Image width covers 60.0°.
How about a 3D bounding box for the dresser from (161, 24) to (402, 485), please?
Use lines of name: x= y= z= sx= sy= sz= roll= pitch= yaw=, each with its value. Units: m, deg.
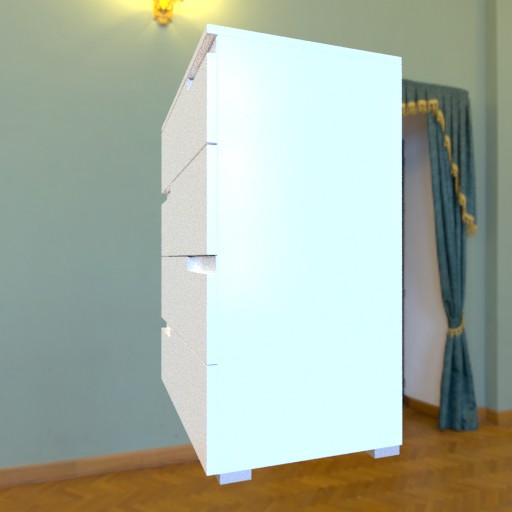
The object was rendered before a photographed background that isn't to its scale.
dresser: x=0.000 y=0.000 z=1.136 sx=0.400 sy=0.800 sz=0.650 roll=0 pitch=0 yaw=-19
